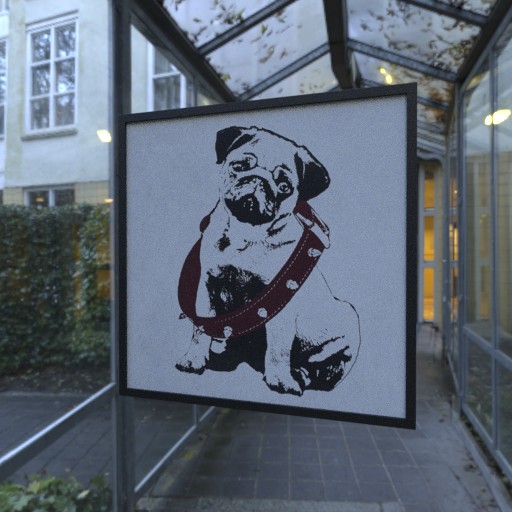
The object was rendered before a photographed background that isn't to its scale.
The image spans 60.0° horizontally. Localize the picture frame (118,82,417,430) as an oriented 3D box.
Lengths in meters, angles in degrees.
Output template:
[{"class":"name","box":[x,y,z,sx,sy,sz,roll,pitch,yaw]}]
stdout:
[{"class":"picture frame","box":[0.000,0.000,0.467,0.317,0.317,0.030,0,1,18]}]
